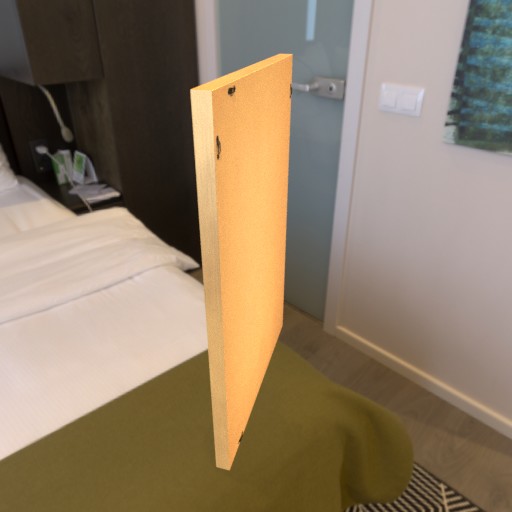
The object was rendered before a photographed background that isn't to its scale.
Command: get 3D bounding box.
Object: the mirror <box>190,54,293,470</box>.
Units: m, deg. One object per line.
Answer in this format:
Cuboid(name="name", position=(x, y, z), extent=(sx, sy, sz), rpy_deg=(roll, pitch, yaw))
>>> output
Cuboid(name="mirror", position=(0.000, 0.000, 1.159), extent=(0.041, 0.915, 0.609), rpy_deg=(8, 30, 14))
